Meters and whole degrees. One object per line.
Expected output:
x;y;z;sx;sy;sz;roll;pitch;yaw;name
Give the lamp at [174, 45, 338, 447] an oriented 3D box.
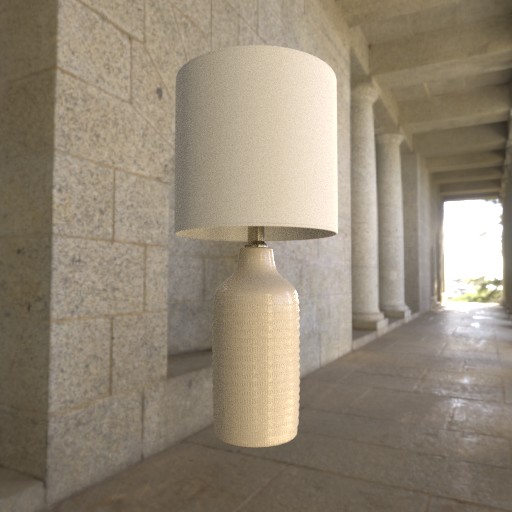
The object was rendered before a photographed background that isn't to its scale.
0.000;0.000;0.607;0.220;0.475;0.220;0;-3;-2;lamp
